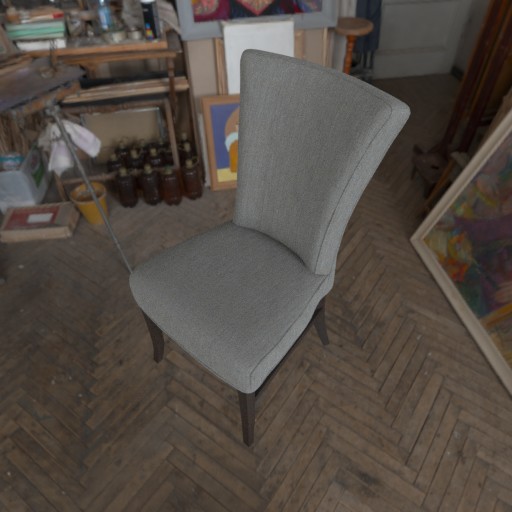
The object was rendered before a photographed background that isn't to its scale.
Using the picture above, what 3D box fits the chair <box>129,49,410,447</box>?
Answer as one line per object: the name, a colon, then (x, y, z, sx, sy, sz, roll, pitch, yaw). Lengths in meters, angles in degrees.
chair: (0.000, 0.000, 1.367, 0.520, 0.991, 0.660, 33, 54, 28)
